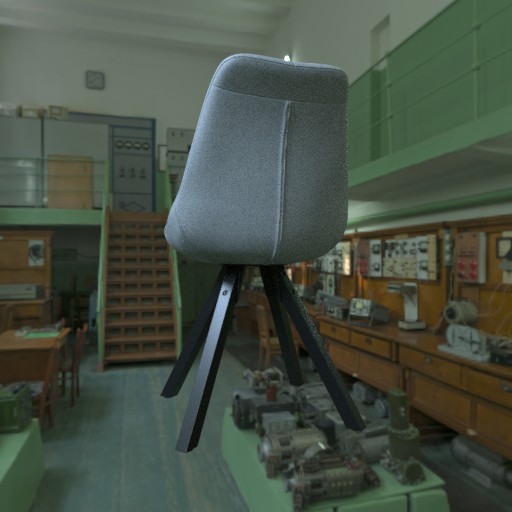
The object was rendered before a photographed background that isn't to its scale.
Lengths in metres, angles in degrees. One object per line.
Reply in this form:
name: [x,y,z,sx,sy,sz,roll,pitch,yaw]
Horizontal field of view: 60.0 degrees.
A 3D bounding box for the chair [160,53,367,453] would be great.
chair: [0.000,0.000,1.198,0.485,0.850,0.550,0,0,-17]
